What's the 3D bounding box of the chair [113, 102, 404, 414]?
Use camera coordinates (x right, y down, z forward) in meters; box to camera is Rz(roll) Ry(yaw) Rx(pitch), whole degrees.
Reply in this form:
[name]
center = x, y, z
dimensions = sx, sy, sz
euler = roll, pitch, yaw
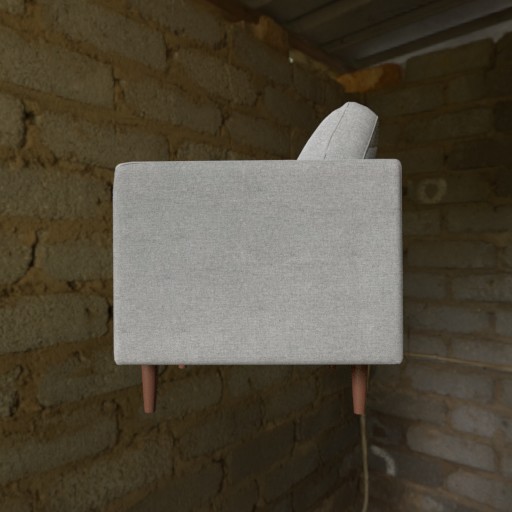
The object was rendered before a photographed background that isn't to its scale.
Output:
[chair]
center = 0.000, 0.000, 1.576
dimensions = 0.800, 0.927, 0.855
euler = 0, 0, 1
